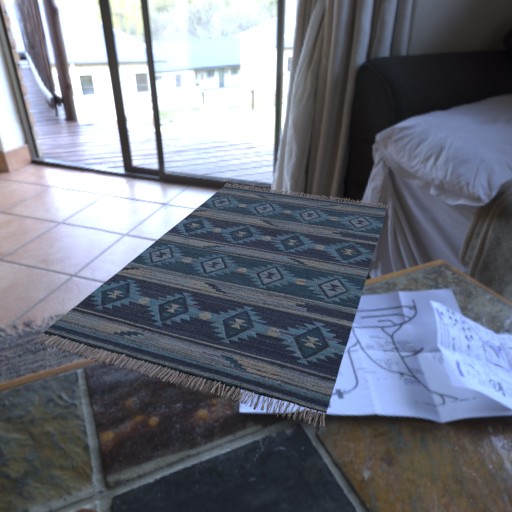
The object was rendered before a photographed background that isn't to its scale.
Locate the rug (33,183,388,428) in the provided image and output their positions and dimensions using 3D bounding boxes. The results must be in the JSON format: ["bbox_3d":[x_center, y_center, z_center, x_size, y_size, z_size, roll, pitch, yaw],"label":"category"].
[{"bbox_3d":[0.000,0.000,2.360,1.181,0.028,1.936,11,31,18],"label":"rug"}]
